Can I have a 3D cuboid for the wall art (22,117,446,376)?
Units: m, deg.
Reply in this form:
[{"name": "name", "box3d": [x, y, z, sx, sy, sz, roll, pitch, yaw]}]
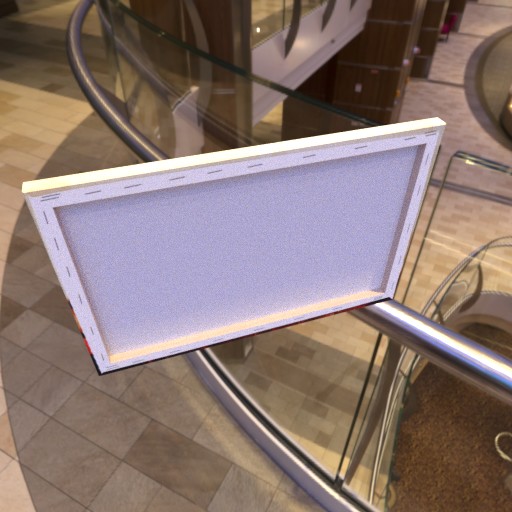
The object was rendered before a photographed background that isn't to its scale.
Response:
[{"name": "wall art", "box3d": [0.000, 0.000, 1.134, 0.918, 0.602, 0.038, -12, 43, -13]}]
